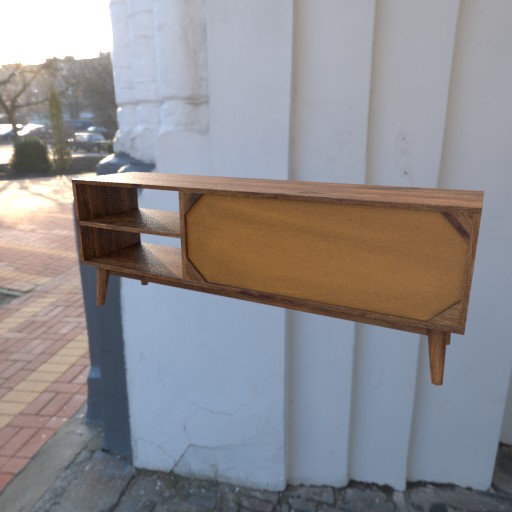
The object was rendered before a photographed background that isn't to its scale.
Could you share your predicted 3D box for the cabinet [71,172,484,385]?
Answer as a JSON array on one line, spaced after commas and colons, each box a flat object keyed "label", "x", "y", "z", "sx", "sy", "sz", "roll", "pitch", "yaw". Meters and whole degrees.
[{"label": "cabinet", "x": 0.000, "y": 0.000, "z": 1.647, "sx": 1.448, "sy": 0.528, "sz": 0.349, "roll": 8, "pitch": 18, "yaw": 26}]
